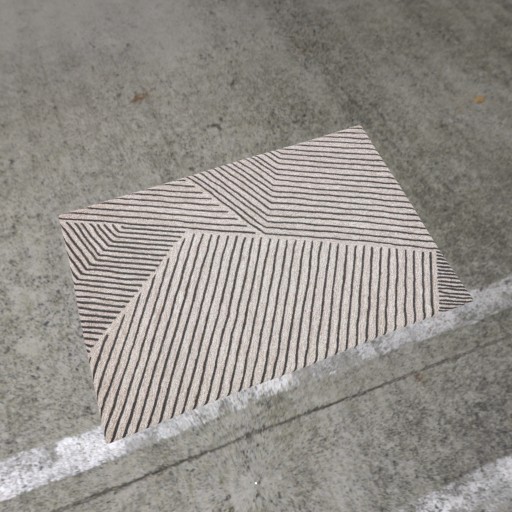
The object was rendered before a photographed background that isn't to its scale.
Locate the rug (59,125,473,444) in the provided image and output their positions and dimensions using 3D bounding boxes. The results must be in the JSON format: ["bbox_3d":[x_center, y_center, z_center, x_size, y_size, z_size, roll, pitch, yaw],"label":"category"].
[{"bbox_3d":[0.000,0.000,2.306,1.842,0.019,1.237,-19,64,-9],"label":"rug"}]
